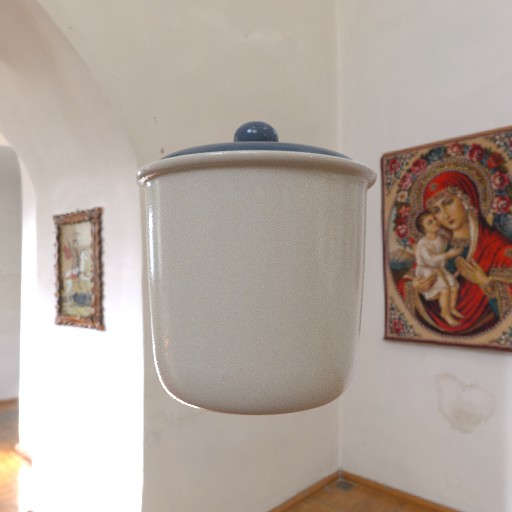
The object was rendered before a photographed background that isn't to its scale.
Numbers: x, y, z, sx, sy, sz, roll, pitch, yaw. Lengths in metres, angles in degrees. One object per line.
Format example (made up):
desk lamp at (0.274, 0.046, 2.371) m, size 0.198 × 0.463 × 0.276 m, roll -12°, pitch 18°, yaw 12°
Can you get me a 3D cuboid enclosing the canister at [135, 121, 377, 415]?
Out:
canister at (0.000, 0.000, 0.344) m, size 0.182 × 0.208 × 0.182 m, roll 0°, pitch -1°, yaw 0°
